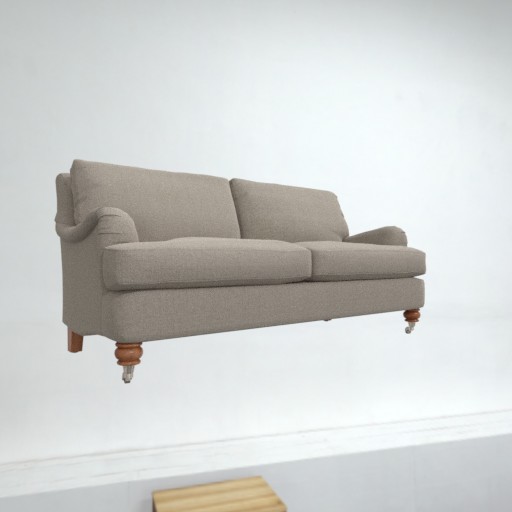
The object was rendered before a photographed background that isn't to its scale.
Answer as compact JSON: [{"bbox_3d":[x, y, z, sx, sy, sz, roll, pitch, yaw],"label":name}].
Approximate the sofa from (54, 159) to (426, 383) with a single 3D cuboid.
[{"bbox_3d":[0.000,0.000,2.741,2.160,1.054,1.087,0,0,-37],"label":"sofa"}]
